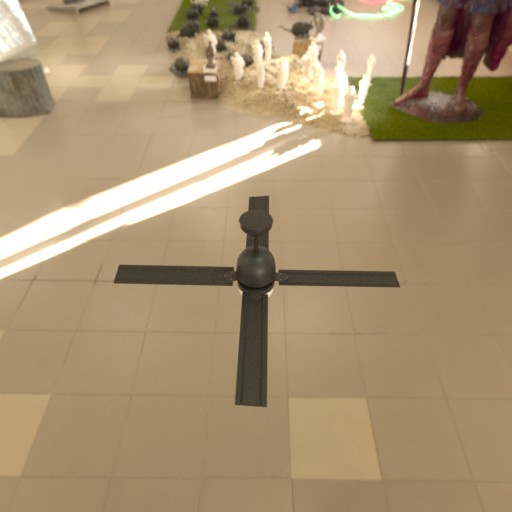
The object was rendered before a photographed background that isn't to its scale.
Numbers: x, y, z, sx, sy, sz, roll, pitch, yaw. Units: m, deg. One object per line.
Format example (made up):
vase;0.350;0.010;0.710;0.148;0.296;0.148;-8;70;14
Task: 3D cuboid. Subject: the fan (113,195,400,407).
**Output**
fan;0.000;0.000;1.988;1.319;0.410;1.319;0;42;0
